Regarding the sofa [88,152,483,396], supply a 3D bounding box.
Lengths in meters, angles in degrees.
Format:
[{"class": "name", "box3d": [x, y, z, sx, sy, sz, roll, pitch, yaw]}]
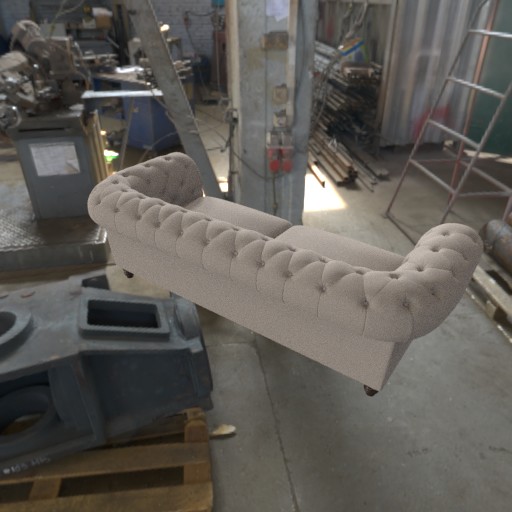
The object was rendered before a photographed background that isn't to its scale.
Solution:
[{"class": "sofa", "box3d": [0.000, 0.000, 2.803, 2.411, 0.749, 0.991, 20, 37, 30]}]
